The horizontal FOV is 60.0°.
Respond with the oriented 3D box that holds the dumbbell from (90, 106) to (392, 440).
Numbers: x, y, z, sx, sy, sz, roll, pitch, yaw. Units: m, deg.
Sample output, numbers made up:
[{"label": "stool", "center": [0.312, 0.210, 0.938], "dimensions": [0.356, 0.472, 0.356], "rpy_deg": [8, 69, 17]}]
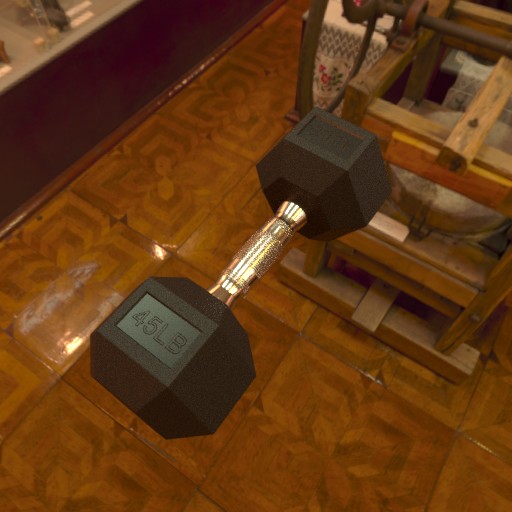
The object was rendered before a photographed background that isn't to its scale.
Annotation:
[{"label": "dumbbell", "center": [0.000, 0.000, 0.436], "dimensions": [0.141, 0.123, 0.356], "rpy_deg": [32, 64, 18]}]
